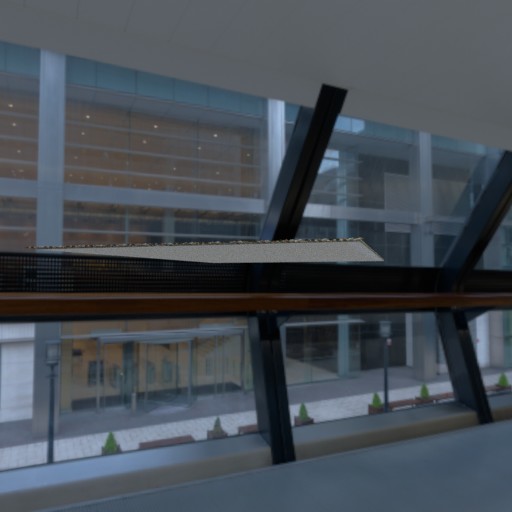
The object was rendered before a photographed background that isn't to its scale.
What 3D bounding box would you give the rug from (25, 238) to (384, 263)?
[{"bbox_3d":[0.000,0.000,2.312,1.247,0.008,1.802,-1,-3,18],"label":"rug"}]
